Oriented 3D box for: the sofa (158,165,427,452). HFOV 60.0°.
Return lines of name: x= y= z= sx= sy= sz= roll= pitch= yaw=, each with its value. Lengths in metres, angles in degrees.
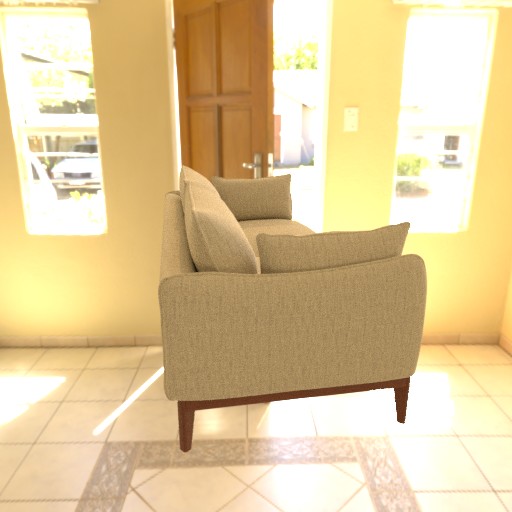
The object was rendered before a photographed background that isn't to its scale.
sofa: x=0.000 y=0.000 z=2.436 sx=0.991 sy=0.860 sz=1.989 roll=-3 pitch=17 yaw=-10
